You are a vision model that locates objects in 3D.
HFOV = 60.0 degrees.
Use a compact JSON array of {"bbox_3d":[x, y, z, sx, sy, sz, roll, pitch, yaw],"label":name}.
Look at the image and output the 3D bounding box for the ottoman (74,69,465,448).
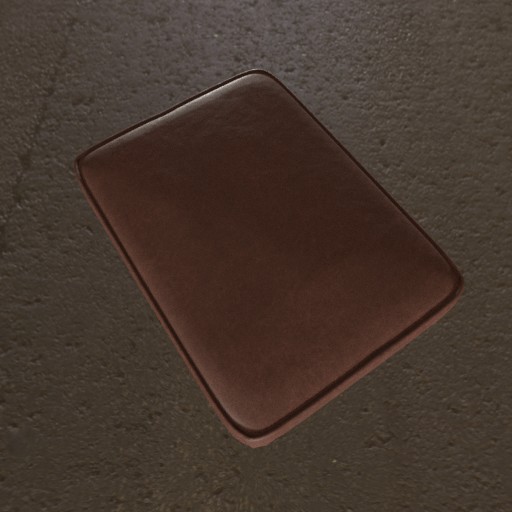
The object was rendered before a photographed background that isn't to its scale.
[{"bbox_3d":[0.000,0.000,1.090,0.548,0.449,0.749,-31,68,-14],"label":"ottoman"}]
